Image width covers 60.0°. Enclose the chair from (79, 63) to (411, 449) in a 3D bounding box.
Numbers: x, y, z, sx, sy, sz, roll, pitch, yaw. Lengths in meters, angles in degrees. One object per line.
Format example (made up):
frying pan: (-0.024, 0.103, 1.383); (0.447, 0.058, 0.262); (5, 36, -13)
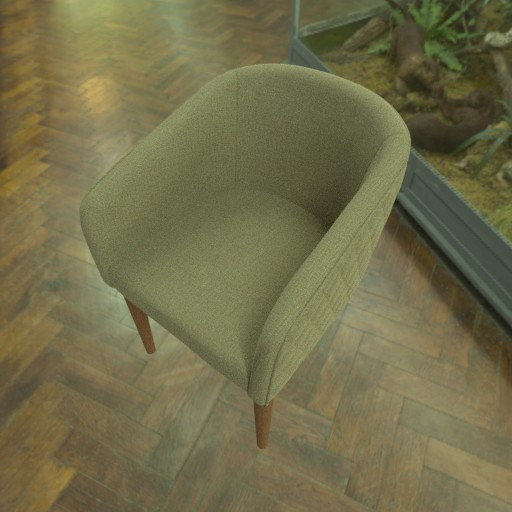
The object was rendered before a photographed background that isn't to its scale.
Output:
chair: (0.000, 0.000, 1.177); (0.584, 0.775, 0.616); (31, 54, 26)
